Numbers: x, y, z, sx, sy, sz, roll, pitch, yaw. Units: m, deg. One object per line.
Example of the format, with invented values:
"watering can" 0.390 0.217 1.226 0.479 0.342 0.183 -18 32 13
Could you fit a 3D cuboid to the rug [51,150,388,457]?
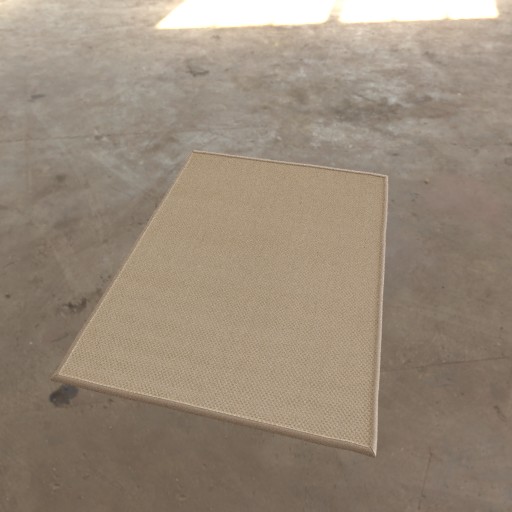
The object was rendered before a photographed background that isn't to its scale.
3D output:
"rug" 0.000 0.000 2.685 1.525 0.020 2.081 9 46 9
